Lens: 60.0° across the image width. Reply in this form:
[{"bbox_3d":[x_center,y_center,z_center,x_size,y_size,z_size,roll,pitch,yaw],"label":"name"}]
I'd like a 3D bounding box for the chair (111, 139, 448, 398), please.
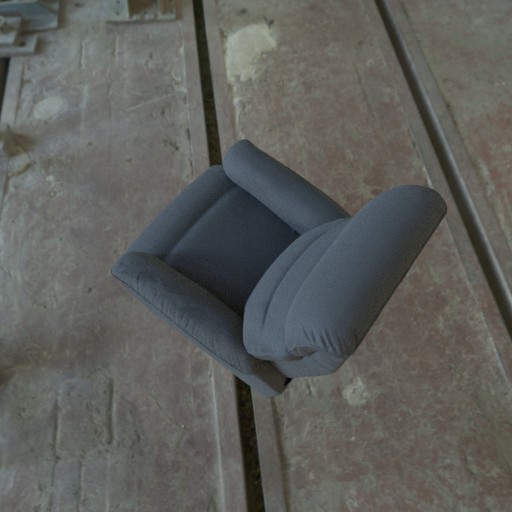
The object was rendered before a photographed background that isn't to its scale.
[{"bbox_3d":[0.000,0.000,1.747,1.004,1.037,0.820,34,68,16],"label":"chair"}]
